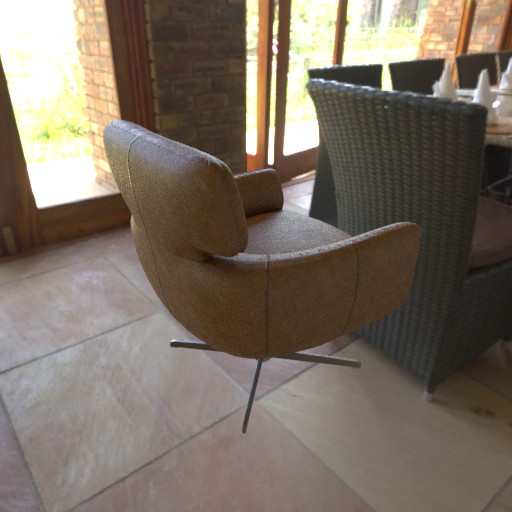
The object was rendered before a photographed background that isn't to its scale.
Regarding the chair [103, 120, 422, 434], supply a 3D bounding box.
[{"bbox_3d":[0.000,0.000,1.351,0.715,0.812,0.706,-18,32,-31],"label":"chair"}]
